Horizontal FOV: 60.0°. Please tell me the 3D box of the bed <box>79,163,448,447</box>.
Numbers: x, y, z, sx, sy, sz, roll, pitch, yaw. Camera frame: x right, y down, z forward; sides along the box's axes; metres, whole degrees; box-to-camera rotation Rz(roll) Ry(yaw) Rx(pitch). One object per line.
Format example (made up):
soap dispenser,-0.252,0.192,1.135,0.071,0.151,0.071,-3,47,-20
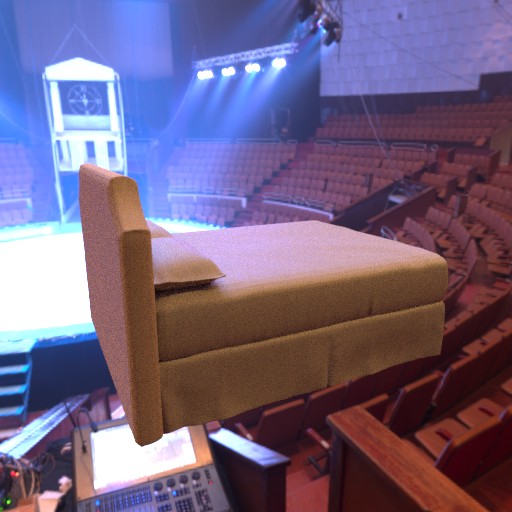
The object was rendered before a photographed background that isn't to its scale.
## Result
bed,0.000,0.000,3.195,2.164,1.297,1.828,-7,16,-26
